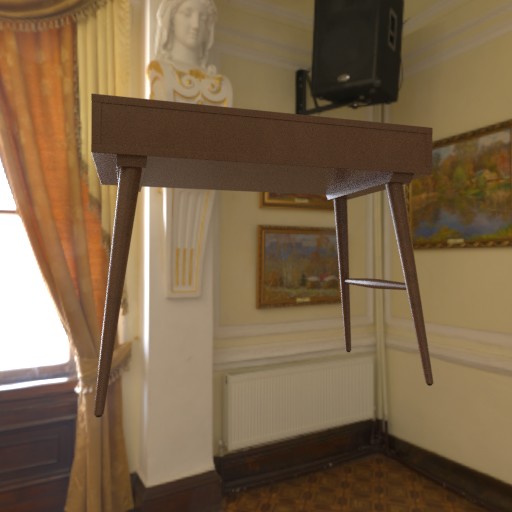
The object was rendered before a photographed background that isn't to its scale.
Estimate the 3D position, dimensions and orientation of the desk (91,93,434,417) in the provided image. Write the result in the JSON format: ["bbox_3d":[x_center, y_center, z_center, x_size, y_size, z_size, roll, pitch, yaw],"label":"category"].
[{"bbox_3d":[0.000,0.000,1.403,0.949,0.758,0.510,0,-1,-17],"label":"desk"}]
